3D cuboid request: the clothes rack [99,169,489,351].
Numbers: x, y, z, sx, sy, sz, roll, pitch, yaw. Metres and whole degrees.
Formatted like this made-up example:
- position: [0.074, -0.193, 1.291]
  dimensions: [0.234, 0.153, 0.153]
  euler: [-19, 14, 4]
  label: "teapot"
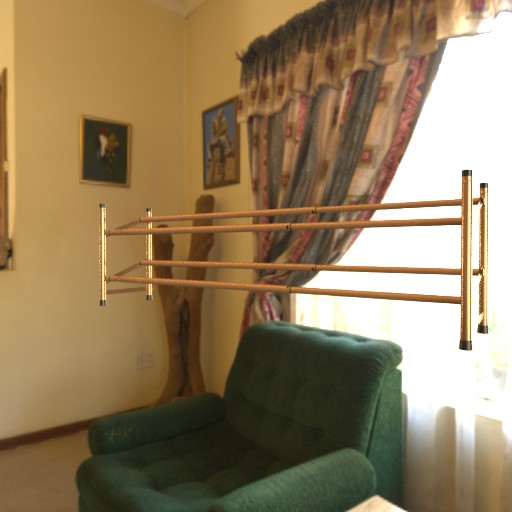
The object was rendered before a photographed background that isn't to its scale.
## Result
- position: [0.000, 0.000, 1.273]
  dimensions: [1.168, 0.349, 0.229]
  euler: [1, 1, 35]
  label: "clothes rack"
